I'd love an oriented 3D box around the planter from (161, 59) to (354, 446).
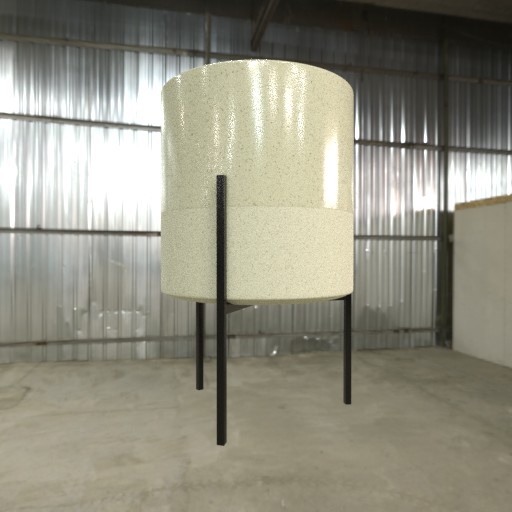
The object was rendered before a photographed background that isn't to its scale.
[{"bbox_3d":[0.000,0.000,0.548,0.234,0.390,0.243,0,1,17],"label":"planter"}]
